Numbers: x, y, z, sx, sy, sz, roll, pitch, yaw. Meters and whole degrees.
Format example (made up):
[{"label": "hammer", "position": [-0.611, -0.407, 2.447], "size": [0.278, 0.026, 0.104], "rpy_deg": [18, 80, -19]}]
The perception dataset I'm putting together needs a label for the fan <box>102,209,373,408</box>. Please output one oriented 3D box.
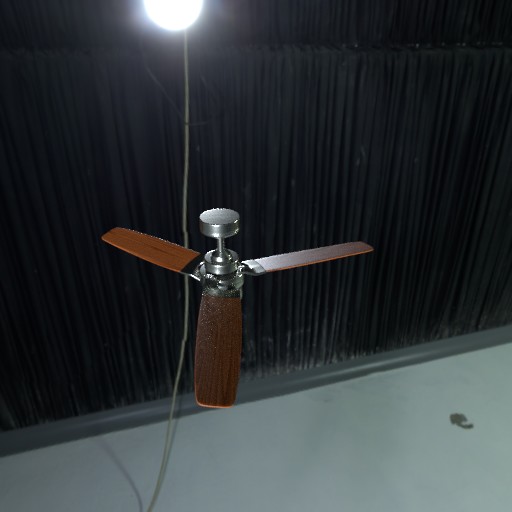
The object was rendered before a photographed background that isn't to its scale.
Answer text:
[{"label": "fan", "position": [0.000, 0.000, 2.011], "size": [1.271, 0.410, 1.416], "rpy_deg": [-11, 31, -19]}]
